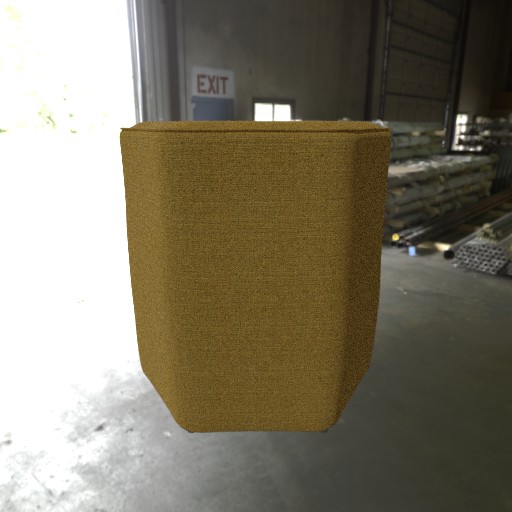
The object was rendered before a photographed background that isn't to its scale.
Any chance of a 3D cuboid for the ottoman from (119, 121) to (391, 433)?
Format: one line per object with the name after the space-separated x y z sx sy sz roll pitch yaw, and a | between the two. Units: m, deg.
0.000 0.000 0.865 0.443 0.502 0.494 9 19 28 | ottoman
